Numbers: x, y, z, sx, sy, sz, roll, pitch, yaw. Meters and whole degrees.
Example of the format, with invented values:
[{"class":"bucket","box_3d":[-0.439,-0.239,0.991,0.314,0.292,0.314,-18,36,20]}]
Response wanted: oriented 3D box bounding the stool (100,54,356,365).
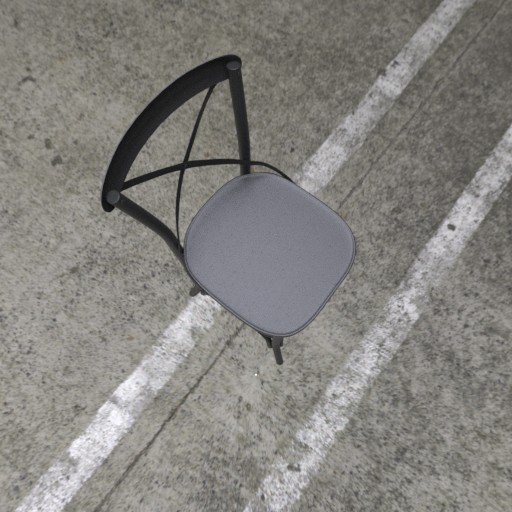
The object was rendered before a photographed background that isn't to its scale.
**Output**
[{"class":"stool","box_3d":[0.000,0.000,1.445,0.584,1.168,0.457,37,78,9]}]
